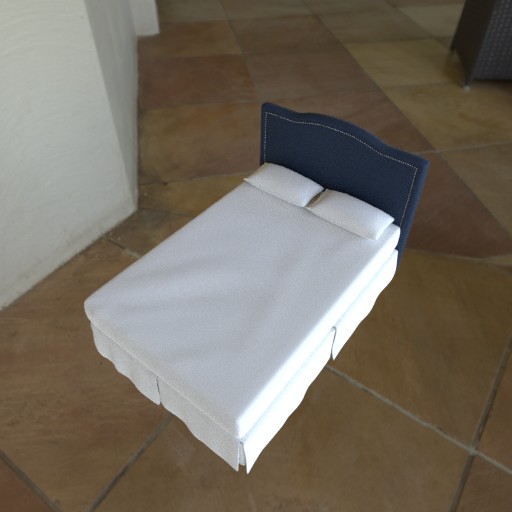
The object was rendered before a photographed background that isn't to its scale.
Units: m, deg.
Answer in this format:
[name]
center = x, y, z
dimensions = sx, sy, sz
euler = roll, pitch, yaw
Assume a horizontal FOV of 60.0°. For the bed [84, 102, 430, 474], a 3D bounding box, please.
[bed]
center = 0.000, 0.000, 3.700
dimensions = 1.741, 1.441, 2.507
euler = 29, 52, 26
